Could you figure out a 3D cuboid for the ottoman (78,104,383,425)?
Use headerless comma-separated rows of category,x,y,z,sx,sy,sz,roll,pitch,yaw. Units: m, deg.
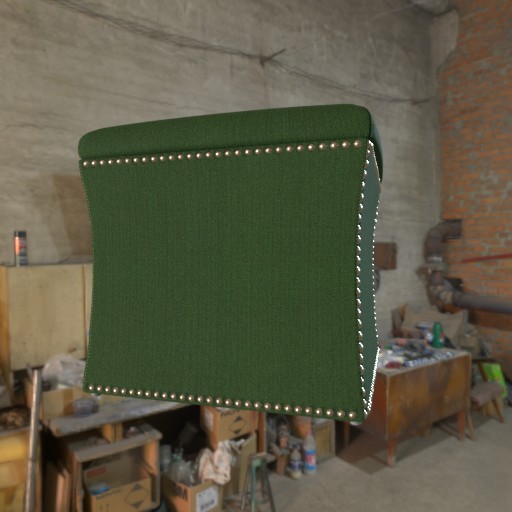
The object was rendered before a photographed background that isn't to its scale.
ottoman,0.000,0.000,0.900,0.497,0.475,0.507,0,0,17
